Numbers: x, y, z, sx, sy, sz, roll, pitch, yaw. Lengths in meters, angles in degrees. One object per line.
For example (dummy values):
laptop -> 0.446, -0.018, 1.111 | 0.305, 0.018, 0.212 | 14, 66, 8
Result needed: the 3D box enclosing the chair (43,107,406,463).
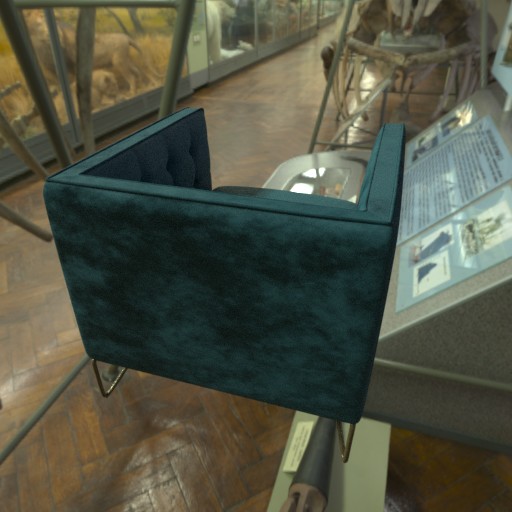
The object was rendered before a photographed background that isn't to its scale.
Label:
chair -> 0.000, 0.000, 1.538 | 0.880, 0.790, 0.894 | 9, 32, 15
